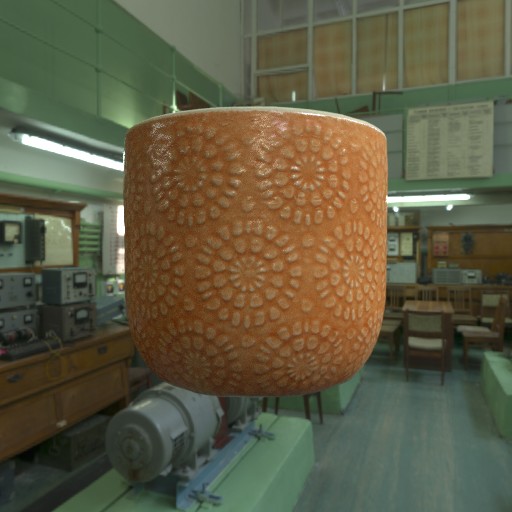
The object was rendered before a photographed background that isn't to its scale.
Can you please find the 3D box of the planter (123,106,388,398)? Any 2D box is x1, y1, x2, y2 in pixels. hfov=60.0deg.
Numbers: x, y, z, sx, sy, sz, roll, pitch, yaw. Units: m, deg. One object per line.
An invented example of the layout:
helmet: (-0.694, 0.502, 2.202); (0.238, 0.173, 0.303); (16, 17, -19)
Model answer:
planter: (0.000, 0.000, 0.290); (0.170, 0.152, 0.170); (0, 1, 0)
